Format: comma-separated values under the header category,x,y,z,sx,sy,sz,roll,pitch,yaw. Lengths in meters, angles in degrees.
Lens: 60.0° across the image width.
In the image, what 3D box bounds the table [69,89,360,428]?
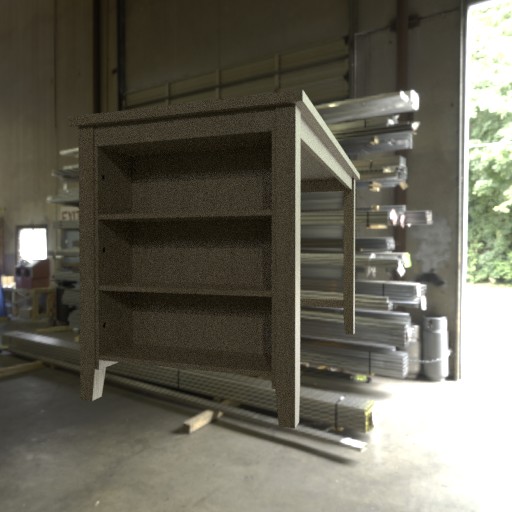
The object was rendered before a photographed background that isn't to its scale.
category,x,y,z,sx,sy,sz,roll,pitch,yaw
table,0.000,0.000,1.907,0.729,0.874,1.397,0,1,19
